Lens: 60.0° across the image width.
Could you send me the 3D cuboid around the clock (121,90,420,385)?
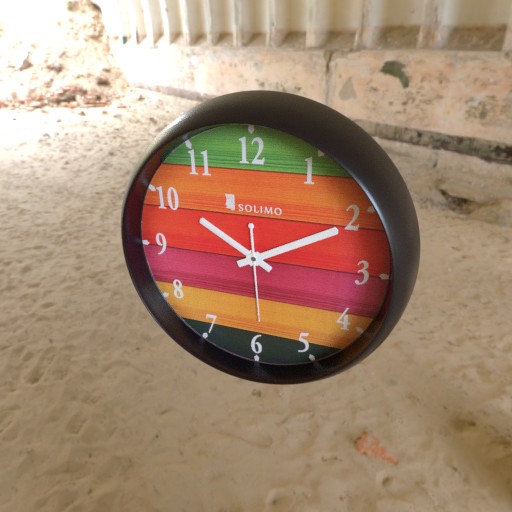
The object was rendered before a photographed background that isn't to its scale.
[{"bbox_3d":[0.000,0.000,0.432,0.300,0.300,0.060,9,28,18],"label":"clock"}]
